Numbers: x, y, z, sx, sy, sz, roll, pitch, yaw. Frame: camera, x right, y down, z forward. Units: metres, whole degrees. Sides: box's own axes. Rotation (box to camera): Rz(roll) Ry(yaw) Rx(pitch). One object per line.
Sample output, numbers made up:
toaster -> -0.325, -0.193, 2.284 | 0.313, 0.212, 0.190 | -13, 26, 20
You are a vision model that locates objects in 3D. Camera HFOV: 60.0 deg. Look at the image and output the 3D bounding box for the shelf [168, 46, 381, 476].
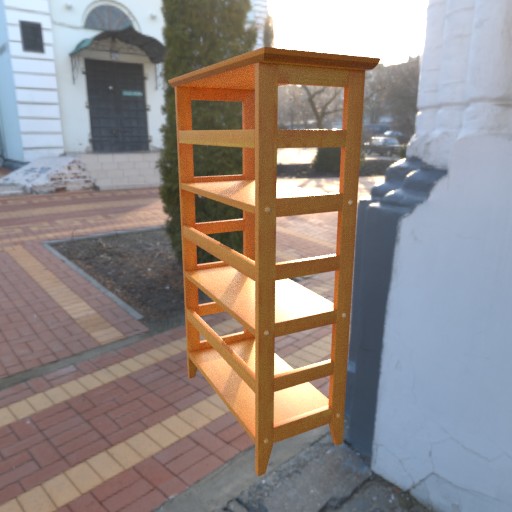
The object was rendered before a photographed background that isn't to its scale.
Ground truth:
shelf -> 0.000, 0.000, 1.375 | 0.305, 1.067, 0.660 | -8, 17, -26
